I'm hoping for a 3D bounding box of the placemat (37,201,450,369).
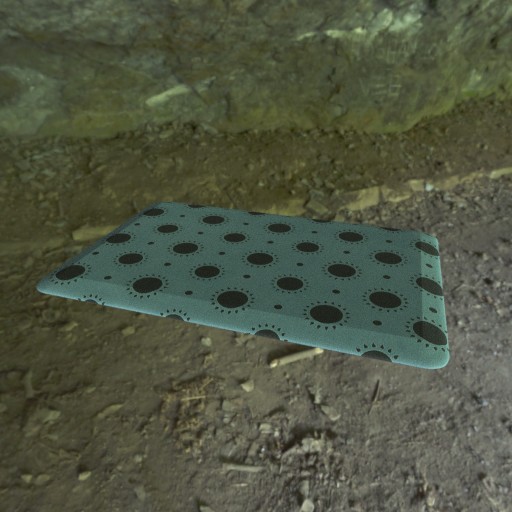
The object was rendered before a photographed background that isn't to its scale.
[{"bbox_3d":[0.000,0.000,0.962,0.762,0.021,0.508,8,29,16],"label":"placemat"}]
